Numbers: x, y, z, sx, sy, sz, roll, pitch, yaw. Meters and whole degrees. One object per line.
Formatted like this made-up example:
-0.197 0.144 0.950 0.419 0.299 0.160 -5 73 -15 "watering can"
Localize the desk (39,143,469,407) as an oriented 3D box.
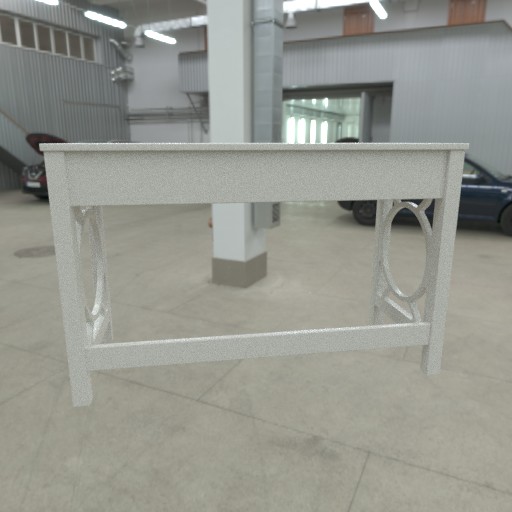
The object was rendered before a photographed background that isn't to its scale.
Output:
0.000 0.000 1.545 1.191 0.762 0.504 -2 15 -9 "desk"
